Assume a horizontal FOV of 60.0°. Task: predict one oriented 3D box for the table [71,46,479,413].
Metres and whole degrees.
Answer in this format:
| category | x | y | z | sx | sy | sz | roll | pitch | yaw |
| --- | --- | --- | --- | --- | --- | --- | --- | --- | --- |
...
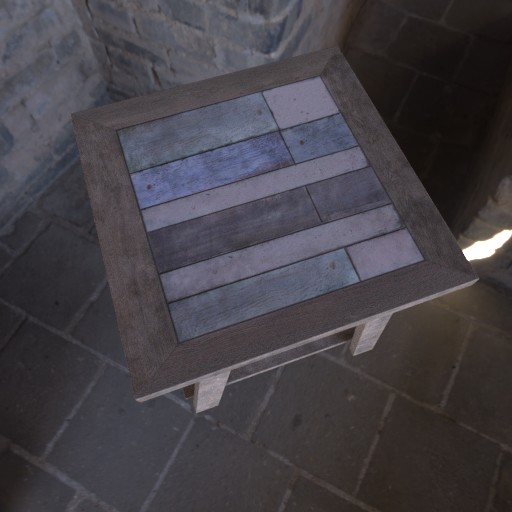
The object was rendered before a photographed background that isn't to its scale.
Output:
| category | x | y | z | sx | sy | sz | roll | pitch | yaw |
| --- | --- | --- | --- | --- | --- | --- | --- | --- | --- |
| table | 0.000 | 0.000 | 1.124 | 0.610 | 0.610 | 0.610 | -18 | 66 | -8 |
